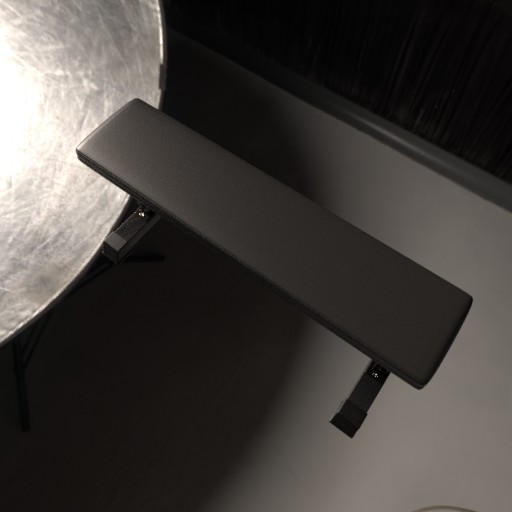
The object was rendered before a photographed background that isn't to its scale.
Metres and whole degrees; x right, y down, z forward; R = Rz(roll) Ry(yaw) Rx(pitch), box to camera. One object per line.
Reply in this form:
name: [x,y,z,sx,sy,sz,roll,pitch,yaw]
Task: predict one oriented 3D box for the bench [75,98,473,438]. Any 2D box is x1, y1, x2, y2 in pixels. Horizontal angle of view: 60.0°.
bench: [0.000,0.000,1.293,1.072,0.453,0.439,33,68,16]
